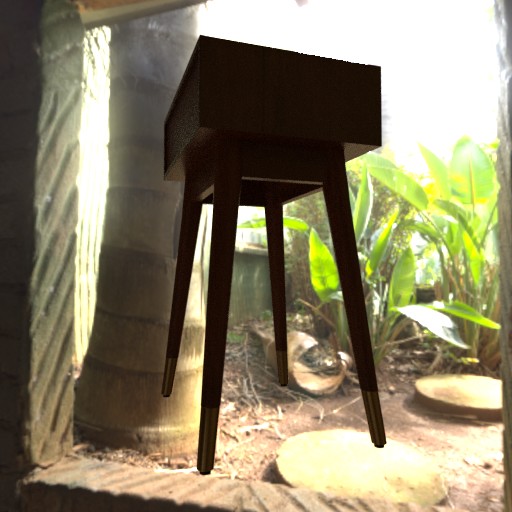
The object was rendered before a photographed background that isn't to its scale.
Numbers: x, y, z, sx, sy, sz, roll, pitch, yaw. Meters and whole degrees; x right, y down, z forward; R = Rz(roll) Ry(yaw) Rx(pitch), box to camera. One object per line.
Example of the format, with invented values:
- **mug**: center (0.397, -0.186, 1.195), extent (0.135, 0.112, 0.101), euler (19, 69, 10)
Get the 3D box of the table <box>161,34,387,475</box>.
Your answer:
- **table**: center (0.000, 0.000, 0.832), extent (0.300, 0.599, 0.406), euler (1, -2, -19)
